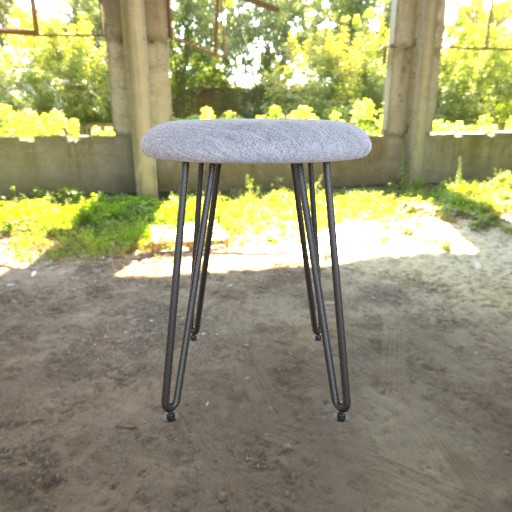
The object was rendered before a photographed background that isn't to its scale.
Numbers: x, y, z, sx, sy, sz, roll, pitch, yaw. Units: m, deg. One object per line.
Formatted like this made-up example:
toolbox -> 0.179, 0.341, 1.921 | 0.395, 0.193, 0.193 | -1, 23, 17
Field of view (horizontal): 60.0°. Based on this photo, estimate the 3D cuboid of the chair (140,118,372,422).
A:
chair -> 0.000, 0.000, 0.654 | 0.350, 0.386, 0.350 | -16, 23, -43
